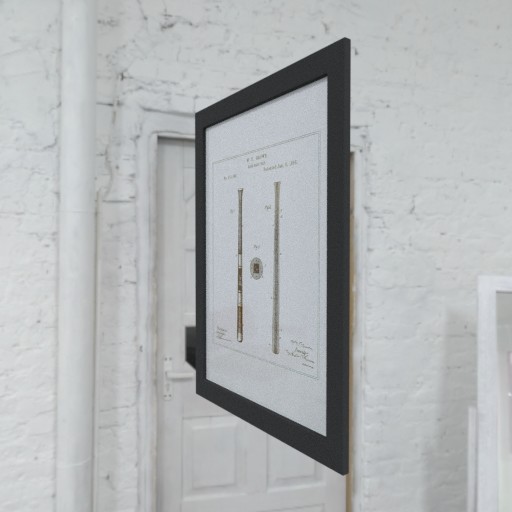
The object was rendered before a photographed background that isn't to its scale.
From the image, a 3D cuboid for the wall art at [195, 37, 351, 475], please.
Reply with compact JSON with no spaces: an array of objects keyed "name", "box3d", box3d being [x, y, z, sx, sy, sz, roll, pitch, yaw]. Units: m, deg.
[{"name":"wall art","box3d":[0.000,0.000,0.687,0.012,0.529,0.374,-1,2,-36]}]
